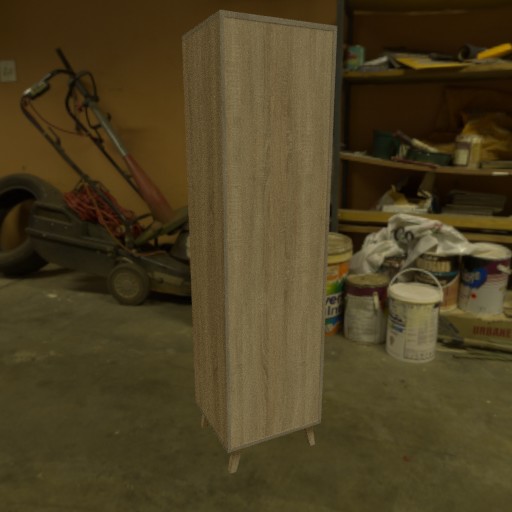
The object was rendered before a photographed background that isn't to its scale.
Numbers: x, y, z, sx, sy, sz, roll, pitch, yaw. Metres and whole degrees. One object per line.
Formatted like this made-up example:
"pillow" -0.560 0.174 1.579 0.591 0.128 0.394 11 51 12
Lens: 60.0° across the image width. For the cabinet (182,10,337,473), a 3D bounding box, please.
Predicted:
"cabinet" 0.000 0.000 2.118 0.510 1.960 0.450 -7 16 -25
